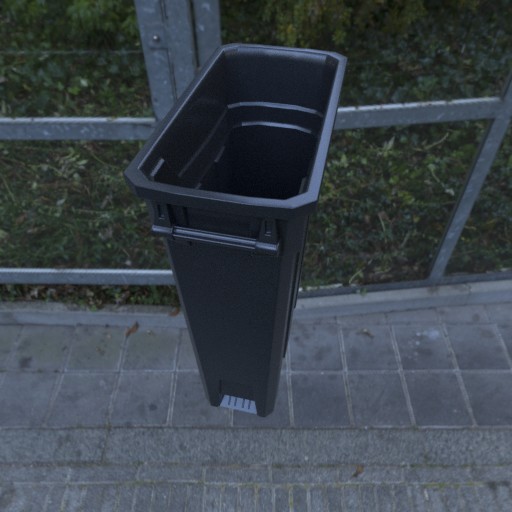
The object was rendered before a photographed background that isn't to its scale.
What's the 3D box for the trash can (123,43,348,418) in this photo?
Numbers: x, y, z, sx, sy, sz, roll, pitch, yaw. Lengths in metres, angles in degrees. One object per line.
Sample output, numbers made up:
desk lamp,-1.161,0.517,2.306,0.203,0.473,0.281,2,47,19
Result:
trash can,0.000,0.000,1.051,0.281,0.762,0.559,9,46,9
